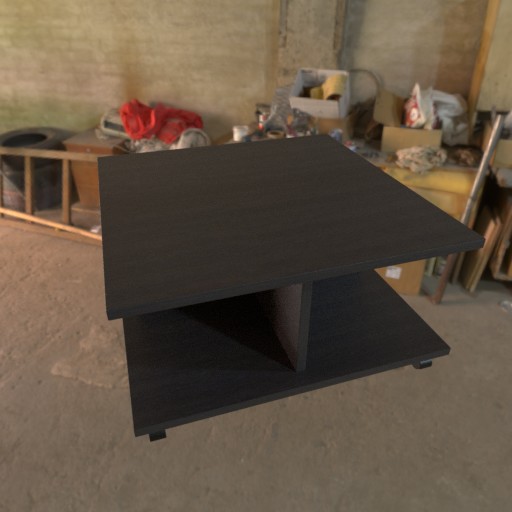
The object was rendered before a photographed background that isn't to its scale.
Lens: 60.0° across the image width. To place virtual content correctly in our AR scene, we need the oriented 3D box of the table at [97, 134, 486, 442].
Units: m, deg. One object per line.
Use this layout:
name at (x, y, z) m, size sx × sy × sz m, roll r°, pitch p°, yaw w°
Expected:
table at (0.000, 0.000, 1.235) m, size 0.762 × 0.396 × 0.762 m, roll -10°, pitch 34°, yaw -15°
